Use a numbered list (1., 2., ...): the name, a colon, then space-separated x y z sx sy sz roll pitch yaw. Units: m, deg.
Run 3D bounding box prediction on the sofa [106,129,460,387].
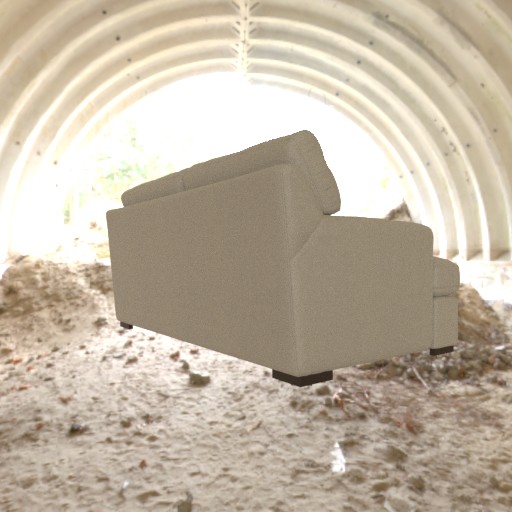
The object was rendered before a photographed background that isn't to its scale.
1. sofa: 0.000 0.000 2.531 1.143 0.940 1.880 0 -1 -37
